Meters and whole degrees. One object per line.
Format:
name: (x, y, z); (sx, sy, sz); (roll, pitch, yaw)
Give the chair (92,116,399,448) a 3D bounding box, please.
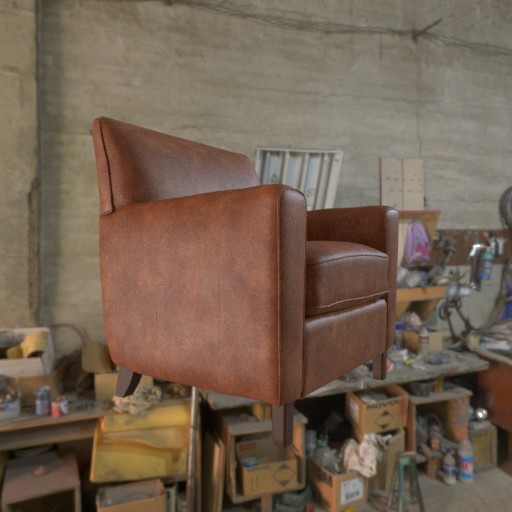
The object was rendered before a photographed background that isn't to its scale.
chair: (0.000, 0.000, 1.605); (0.823, 0.943, 0.870); (1, 2, 36)
